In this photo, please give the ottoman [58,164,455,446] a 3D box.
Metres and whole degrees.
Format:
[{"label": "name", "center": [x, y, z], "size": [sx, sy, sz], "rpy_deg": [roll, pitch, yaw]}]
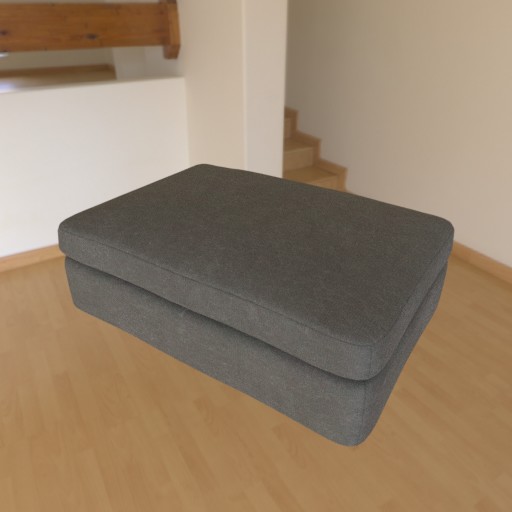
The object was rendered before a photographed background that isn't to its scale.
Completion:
[{"label": "ottoman", "center": [0.000, 0.000, 1.616], "size": [1.199, 0.429, 0.840], "rpy_deg": [18, 35, 29]}]
